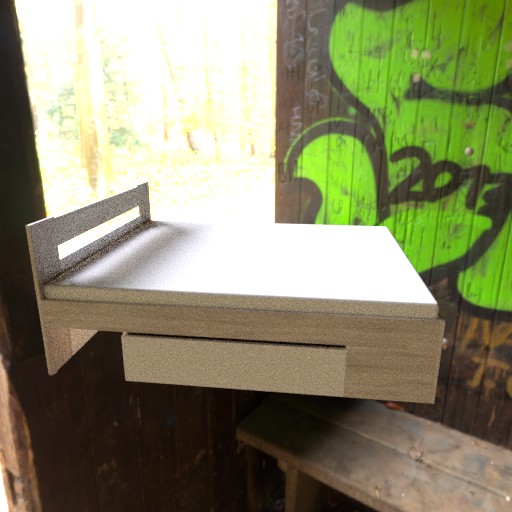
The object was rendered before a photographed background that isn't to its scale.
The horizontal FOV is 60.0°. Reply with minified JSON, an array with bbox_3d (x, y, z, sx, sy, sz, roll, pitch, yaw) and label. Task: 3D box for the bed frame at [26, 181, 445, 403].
[{"bbox_3d":[0.000,0.000,3.174,2.050,0.860,2.040,2,17,7],"label":"bed frame"}]
